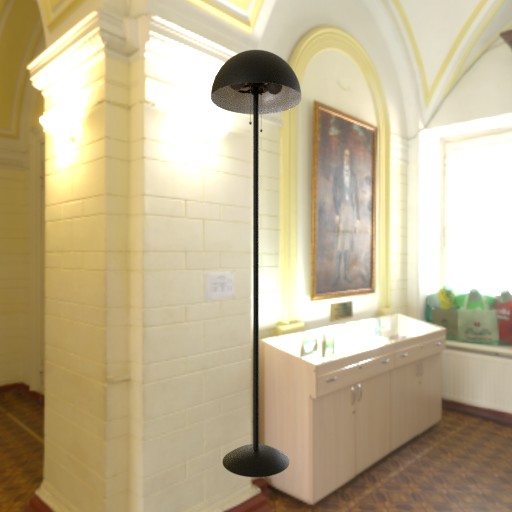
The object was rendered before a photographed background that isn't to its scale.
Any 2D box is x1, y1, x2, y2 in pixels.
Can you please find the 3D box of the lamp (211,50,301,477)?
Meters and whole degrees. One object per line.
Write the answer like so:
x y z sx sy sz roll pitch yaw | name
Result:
0.000 0.000 1.604 0.328 1.480 0.328 0 0 0 | lamp
